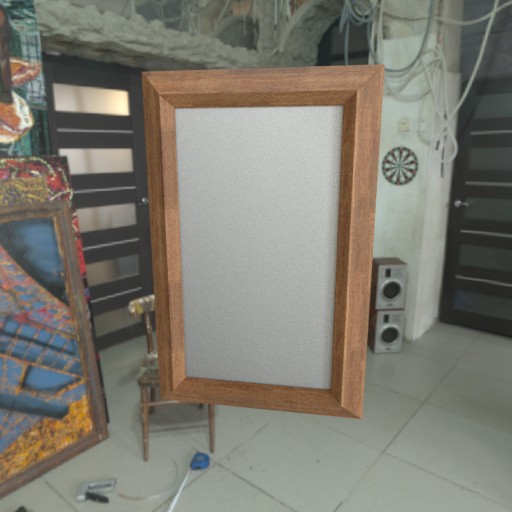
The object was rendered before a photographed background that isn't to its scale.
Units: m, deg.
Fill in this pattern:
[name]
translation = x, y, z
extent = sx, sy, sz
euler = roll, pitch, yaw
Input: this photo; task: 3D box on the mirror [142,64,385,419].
[mirror]
translation = 0.000, 0.000, 1.268
extent = 0.651, 1.010, 0.047
euler = 2, 14, 10
